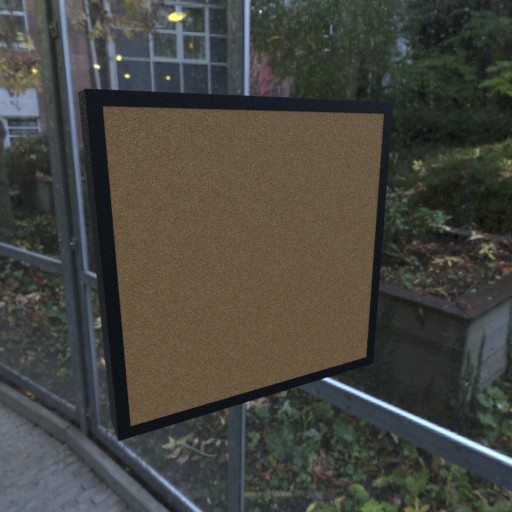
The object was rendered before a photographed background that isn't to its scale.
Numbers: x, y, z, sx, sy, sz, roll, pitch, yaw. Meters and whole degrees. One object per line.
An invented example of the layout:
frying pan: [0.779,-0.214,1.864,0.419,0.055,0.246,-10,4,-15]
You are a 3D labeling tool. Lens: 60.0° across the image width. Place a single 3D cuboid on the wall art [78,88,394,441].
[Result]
wall art: [0.000,0.000,0.450,0.305,0.304,0.038,-8,17,-27]
